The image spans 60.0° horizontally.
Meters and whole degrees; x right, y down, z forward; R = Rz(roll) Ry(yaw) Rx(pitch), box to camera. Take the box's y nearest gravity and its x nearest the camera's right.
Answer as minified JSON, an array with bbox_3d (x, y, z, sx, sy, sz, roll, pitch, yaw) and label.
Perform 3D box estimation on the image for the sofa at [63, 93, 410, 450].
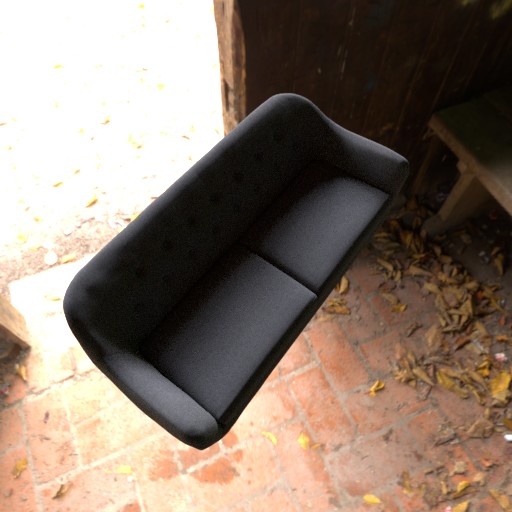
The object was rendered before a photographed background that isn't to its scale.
[{"bbox_3d":[0.000,0.000,2.311,0.820,0.820,1.840,33,64,18],"label":"sofa"}]
